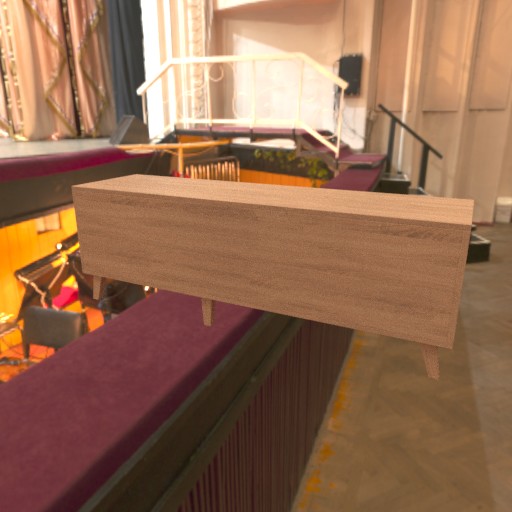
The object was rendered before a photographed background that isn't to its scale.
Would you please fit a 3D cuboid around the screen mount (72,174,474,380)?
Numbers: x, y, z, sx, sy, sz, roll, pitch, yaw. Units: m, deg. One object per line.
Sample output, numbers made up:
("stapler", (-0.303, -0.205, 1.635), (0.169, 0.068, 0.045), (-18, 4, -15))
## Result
("screen mount", (0.000, 0.000, 1.767), (1.500, 0.510, 0.400), (9, 20, 25))
